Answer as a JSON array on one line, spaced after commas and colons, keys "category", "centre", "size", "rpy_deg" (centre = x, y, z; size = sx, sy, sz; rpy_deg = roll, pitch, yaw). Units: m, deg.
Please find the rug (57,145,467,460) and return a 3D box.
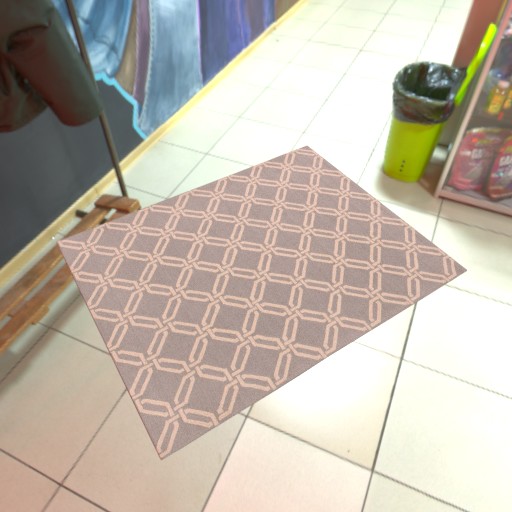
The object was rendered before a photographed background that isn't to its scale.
[{"category": "rug", "centre": [0.000, 0.000, 3.960], "size": [2.895, 0.018, 2.288], "rpy_deg": [-25, 52, -22]}]
